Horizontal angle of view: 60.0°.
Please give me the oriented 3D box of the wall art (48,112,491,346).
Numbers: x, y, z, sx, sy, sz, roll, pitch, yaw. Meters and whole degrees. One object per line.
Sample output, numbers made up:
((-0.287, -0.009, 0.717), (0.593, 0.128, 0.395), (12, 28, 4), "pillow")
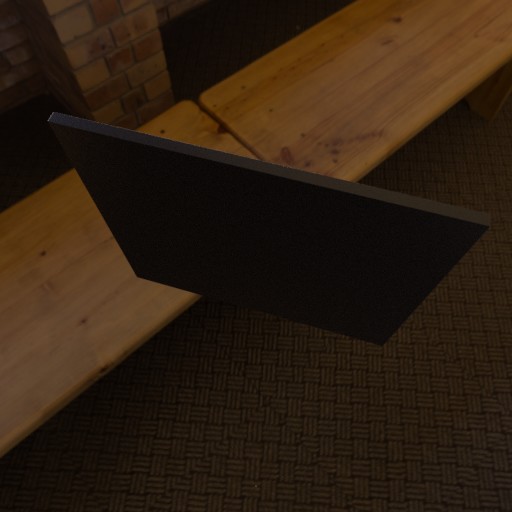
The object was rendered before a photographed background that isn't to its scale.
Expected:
((0.000, 0.000, 0.518), (0.383, 0.332, 0.012), (15, 64, 8), "wall art")
